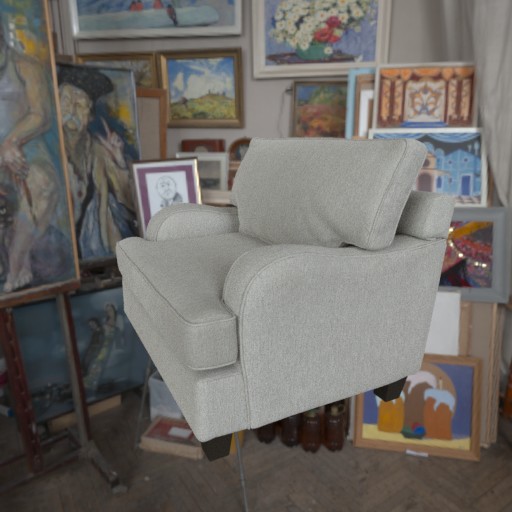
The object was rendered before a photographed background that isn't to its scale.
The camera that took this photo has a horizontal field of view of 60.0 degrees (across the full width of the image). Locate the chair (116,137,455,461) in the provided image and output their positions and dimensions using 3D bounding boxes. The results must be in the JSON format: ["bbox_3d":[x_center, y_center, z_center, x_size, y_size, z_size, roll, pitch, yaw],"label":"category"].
[{"bbox_3d":[0.000,0.000,1.964,1.041,1.016,1.220,-7,17,-26],"label":"chair"}]
